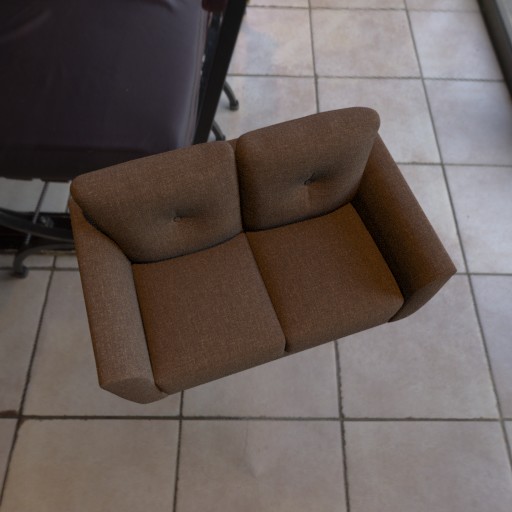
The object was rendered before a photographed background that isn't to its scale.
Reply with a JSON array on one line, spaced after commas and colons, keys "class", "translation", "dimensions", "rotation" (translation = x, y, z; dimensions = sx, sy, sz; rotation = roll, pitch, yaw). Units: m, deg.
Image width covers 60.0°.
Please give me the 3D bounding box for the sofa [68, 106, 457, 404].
[{"class": "sofa", "translation": [0.000, 0.000, 1.975], "dimensions": [1.423, 0.885, 0.851], "rotation": [-17, 65, -8]}]
